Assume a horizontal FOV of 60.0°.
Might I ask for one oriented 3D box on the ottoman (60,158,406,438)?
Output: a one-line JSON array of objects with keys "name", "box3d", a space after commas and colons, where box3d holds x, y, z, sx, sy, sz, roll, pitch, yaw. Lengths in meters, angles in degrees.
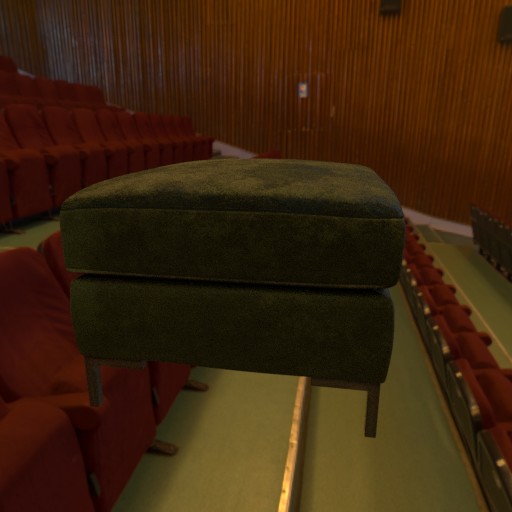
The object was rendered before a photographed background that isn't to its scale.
[{"name": "ottoman", "box3d": [0.000, 0.000, 1.290, 0.701, 0.538, 0.839, 3, 16, 9]}]
